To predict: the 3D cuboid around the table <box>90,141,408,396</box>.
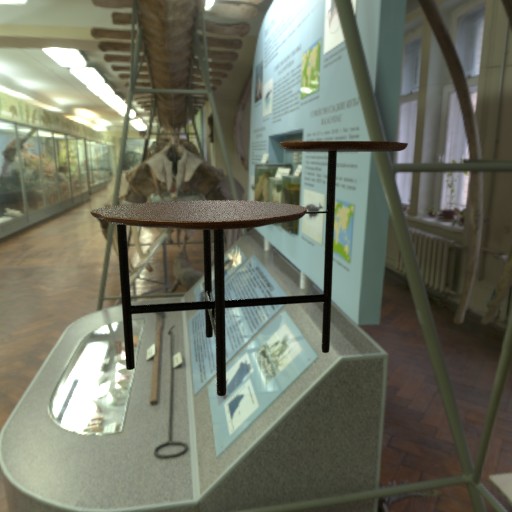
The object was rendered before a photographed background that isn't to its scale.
[{"bbox_3d":[0.000,0.000,1.085,0.759,0.538,0.442,-2,12,-10],"label":"table"}]
